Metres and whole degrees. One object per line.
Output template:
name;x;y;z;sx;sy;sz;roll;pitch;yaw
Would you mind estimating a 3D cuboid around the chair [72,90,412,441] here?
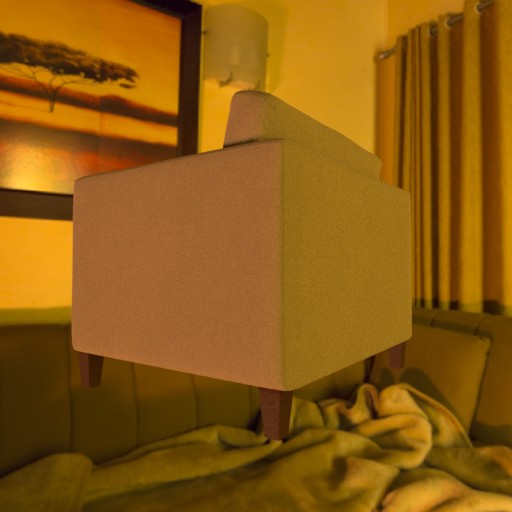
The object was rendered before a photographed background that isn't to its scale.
chair;0.000;0.000;1.793;0.959;0.961;1.107;-1;-1;36
